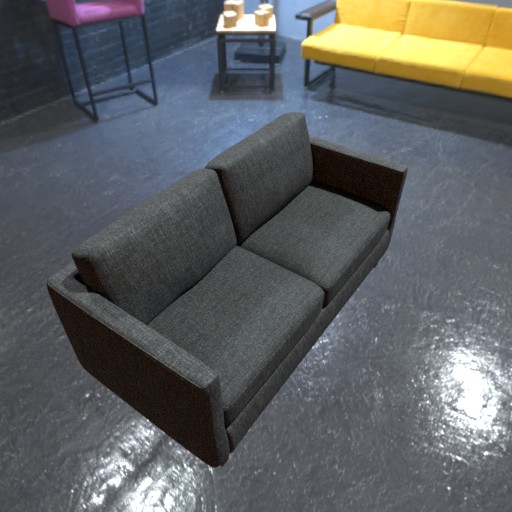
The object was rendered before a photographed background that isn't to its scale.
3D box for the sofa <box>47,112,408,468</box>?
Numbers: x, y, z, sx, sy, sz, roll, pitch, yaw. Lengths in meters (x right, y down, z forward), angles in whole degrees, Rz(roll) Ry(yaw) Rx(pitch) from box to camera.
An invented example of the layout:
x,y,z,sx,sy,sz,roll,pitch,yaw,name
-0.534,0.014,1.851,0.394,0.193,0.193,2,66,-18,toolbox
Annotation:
x,y,z,sx,sy,sz,roll,pitch,yaw,name
0.000,0.000,2.450,0.950,0.963,1.884,26,48,26,sofa
